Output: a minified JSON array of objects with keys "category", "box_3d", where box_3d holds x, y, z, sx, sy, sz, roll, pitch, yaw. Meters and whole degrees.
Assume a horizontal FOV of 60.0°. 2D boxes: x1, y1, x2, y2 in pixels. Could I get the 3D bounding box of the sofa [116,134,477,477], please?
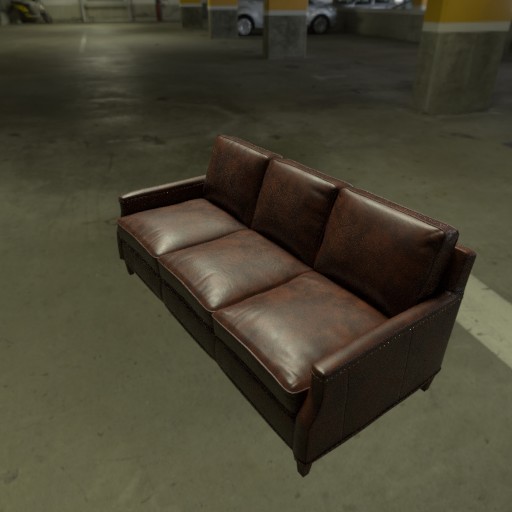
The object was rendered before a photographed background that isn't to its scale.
[{"category":"sofa","box_3d":[0.000,0.000,2.778,1.084,1.003,2.240,-20,36,-30]}]
